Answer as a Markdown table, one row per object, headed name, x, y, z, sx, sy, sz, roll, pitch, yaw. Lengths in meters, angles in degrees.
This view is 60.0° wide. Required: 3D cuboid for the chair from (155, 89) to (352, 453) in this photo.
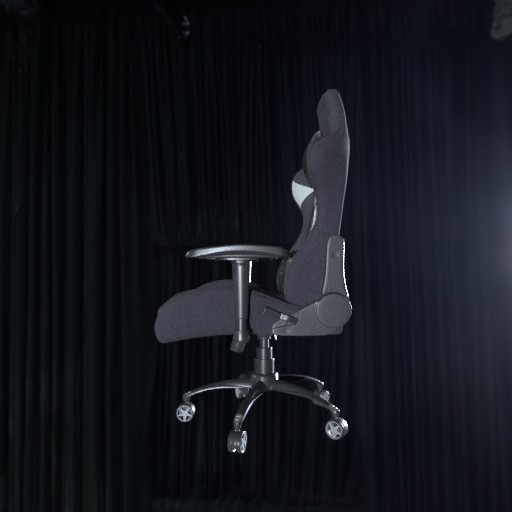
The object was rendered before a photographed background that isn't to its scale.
| name | x | y | z | sx | sy | sz | roll | pitch | yaw |
| --- | --- | --- | --- | --- | --- | --- | --- | --- | --- |
| chair | 0.000 | 0.000 | 1.768 | 0.695 | 1.300 | 0.730 | 0 | -1 | 0 |
